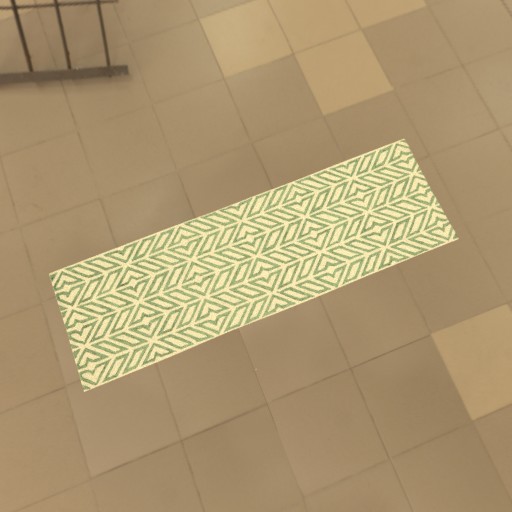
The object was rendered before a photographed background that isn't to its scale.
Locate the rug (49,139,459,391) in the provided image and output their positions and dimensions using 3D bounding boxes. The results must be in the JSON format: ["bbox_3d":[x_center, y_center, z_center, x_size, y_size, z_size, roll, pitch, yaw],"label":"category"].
[{"bbox_3d":[0.000,0.000,2.745,2.435,0.009,0.750,-21,77,-5],"label":"rug"}]
